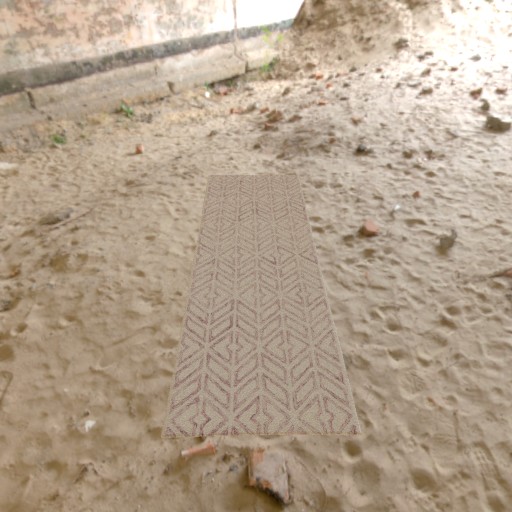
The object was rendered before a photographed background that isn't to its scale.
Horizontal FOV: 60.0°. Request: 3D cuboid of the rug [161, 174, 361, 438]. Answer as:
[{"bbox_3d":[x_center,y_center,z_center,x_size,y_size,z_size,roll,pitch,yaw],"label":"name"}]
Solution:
[{"bbox_3d":[0.000,0.000,2.668,0.750,0.009,2.435,-1,33,-1],"label":"rug"}]
